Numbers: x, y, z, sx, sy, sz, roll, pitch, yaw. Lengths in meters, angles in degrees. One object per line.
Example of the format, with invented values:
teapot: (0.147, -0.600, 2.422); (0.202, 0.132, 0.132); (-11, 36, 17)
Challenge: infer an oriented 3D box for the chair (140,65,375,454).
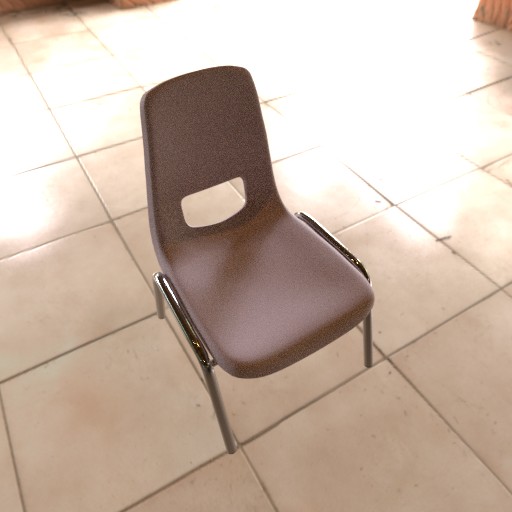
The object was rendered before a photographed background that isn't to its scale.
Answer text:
chair: (0.000, 0.000, 0.798); (0.354, 0.536, 0.385); (-24, 51, -21)
